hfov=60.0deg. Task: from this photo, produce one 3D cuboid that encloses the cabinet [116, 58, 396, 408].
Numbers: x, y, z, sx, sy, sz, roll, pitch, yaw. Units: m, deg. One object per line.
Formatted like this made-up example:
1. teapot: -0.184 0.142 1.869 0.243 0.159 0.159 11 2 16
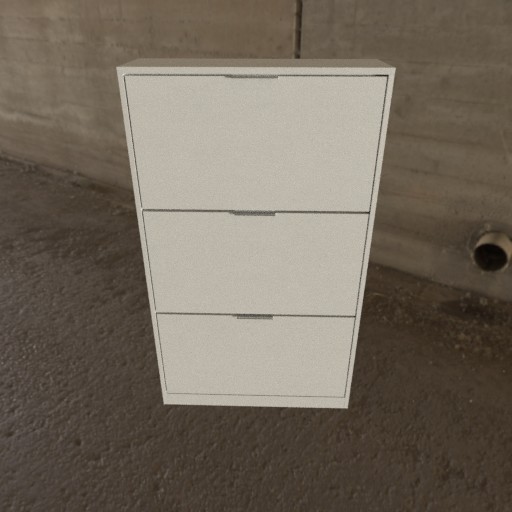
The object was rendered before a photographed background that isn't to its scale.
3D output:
1. cabinet: 0.000 0.000 1.595 0.750 1.280 0.250 1 29 1
